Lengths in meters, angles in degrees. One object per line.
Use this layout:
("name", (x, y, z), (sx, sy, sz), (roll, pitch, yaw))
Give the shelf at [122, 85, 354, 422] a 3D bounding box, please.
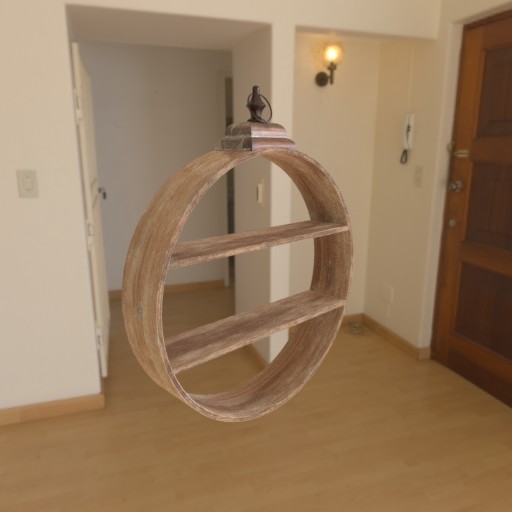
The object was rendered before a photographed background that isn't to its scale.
("shelf", (0.000, 0.000, 1.001), (0.601, 0.725, 0.125), (-13, 19, -43))
